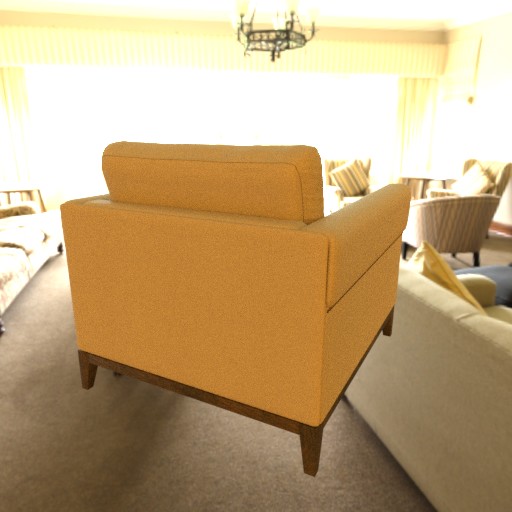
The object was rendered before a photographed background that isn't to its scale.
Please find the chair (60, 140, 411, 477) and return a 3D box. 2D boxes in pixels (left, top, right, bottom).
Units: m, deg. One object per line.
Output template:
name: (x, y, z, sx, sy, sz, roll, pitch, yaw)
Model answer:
chair: (0.000, 0.000, 1.642, 0.914, 0.838, 0.959, 9, 19, 27)
